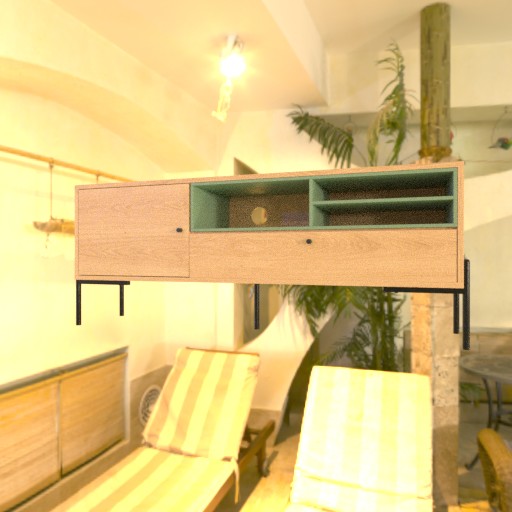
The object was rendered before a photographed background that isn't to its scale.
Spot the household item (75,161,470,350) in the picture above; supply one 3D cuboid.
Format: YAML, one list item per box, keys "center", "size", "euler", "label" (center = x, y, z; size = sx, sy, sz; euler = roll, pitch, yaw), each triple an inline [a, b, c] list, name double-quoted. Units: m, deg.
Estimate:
- center: [0.000, 0.000, 1.810]
  size: [1.550, 0.600, 0.400]
  euler: [0, 0, 19]
  label: "household item"
